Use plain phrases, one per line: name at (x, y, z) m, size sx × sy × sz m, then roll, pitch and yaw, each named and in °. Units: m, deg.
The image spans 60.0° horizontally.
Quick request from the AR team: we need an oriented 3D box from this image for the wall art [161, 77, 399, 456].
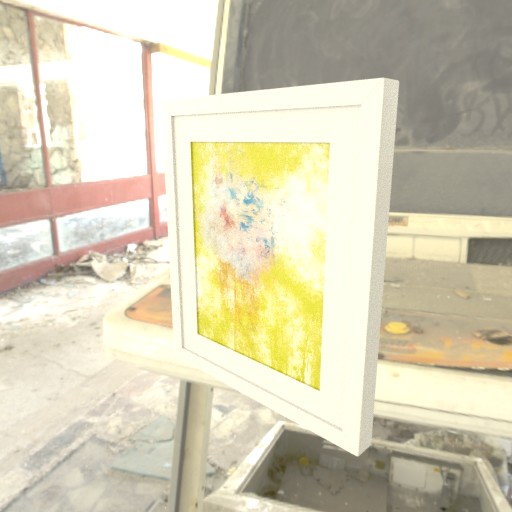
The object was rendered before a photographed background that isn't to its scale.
wall art at (0.000, 0.000, 0.547) m, size 0.331 × 0.381 × 0.028 m, roll 14°, pitch 20°, yaw 42°
